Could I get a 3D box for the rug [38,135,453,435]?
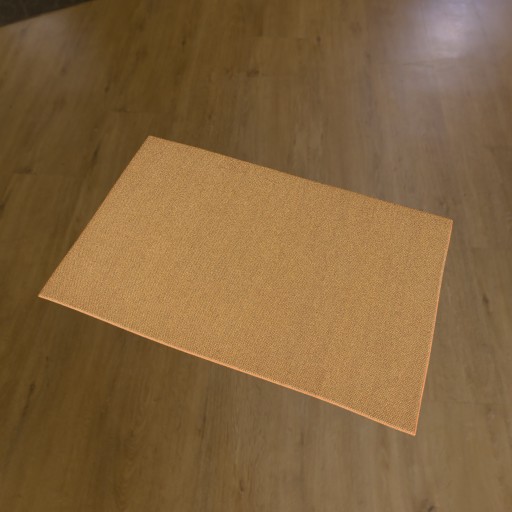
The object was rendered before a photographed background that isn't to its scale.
[{"bbox_3d":[0.000,0.000,2.077,1.678,0.013,1.078,18,60,10],"label":"rug"}]
